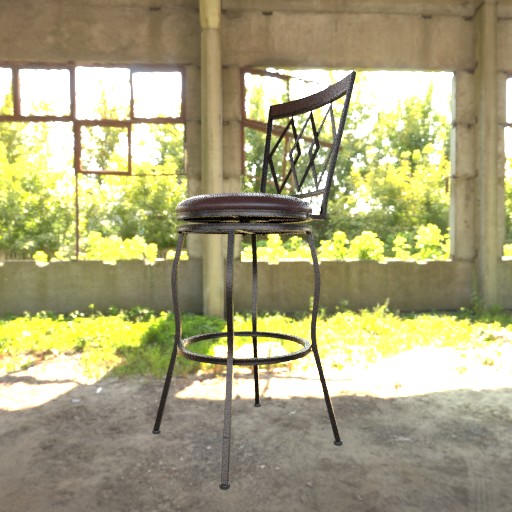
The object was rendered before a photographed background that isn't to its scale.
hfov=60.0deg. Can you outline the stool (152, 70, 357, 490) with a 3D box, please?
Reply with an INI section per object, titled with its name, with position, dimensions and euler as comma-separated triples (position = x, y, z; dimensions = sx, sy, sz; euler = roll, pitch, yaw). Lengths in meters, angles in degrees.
[stool]
position = 0.000, 0.000, 1.397
dimensions = 0.521, 1.134, 0.432
euler = -1, 1, -37
